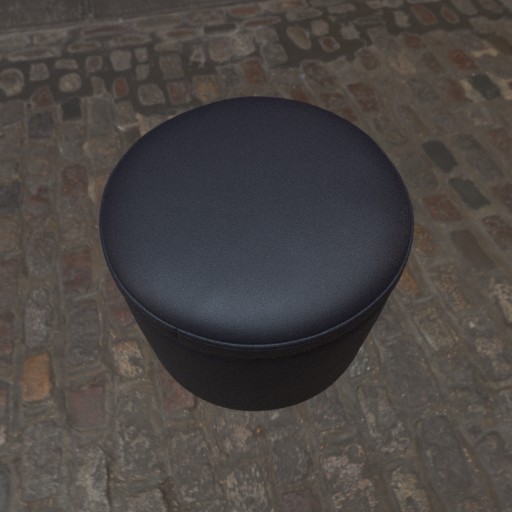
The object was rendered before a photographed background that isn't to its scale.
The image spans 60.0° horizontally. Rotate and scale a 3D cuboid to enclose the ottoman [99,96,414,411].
[{"bbox_3d":[0.000,0.000,0.852,0.501,0.409,0.501,0,58,0],"label":"ottoman"}]
